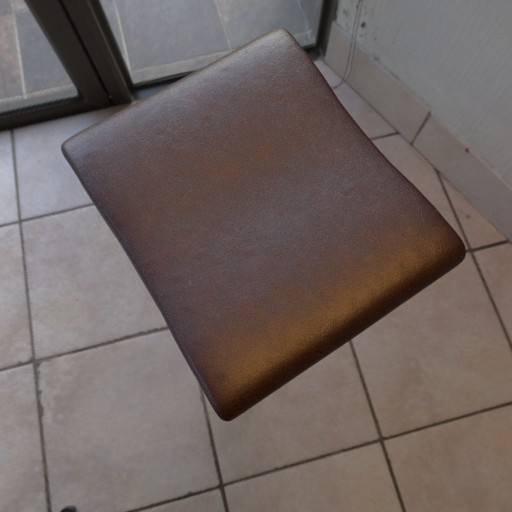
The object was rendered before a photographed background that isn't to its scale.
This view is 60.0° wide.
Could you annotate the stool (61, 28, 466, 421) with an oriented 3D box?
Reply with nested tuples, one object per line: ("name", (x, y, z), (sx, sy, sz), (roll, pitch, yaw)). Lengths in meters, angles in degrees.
("stool", (0.000, 0.000, 0.893), (0.397, 0.608, 0.465), (-32, 76, -9))
